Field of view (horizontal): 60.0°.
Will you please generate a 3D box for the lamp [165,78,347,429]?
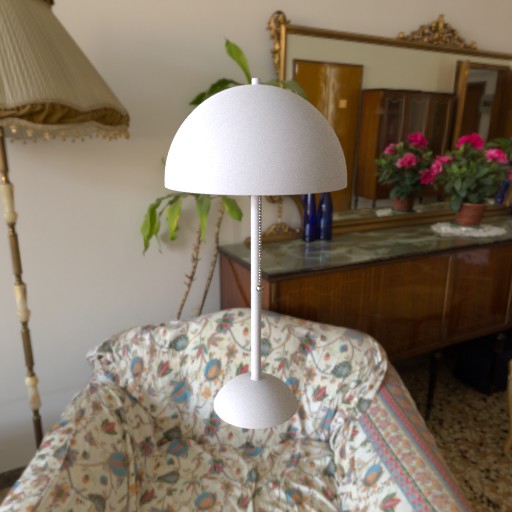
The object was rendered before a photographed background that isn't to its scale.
[{"bbox_3d":[0.000,0.000,0.441,0.171,0.330,0.171,0,15,0],"label":"lamp"}]
